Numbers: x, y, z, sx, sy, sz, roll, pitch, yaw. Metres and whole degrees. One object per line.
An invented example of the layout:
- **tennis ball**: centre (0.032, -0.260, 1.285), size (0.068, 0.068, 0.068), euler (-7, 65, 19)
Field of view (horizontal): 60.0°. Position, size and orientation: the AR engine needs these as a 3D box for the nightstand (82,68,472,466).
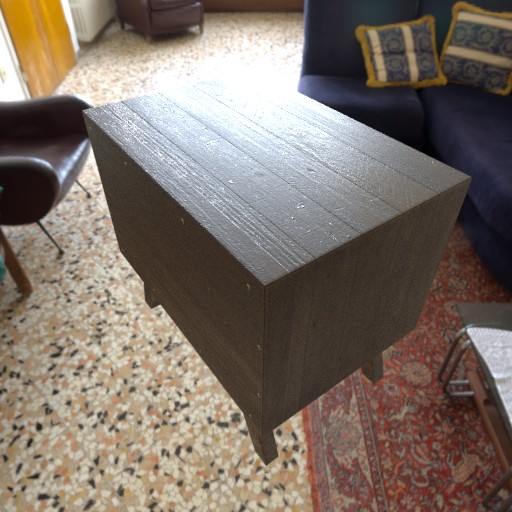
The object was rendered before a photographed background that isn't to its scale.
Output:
- **nightstand**: centre (0.000, 0.000, 1.047), size (0.450, 0.599, 0.650), euler (-26, 48, -26)
